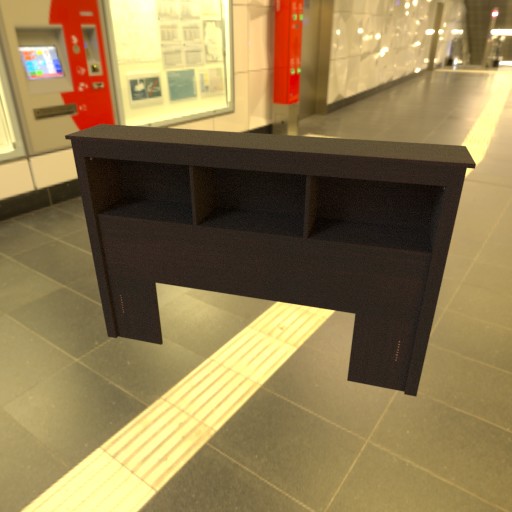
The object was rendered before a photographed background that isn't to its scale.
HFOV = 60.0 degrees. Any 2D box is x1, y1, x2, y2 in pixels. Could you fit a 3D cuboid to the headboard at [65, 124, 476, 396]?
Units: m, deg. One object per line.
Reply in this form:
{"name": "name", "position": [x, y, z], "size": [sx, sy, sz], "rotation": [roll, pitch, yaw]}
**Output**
{"name": "headboard", "position": [0.000, 0.000, 2.113], "size": [1.671, 1.092, 0.279], "rotation": [7, 28, 14]}
